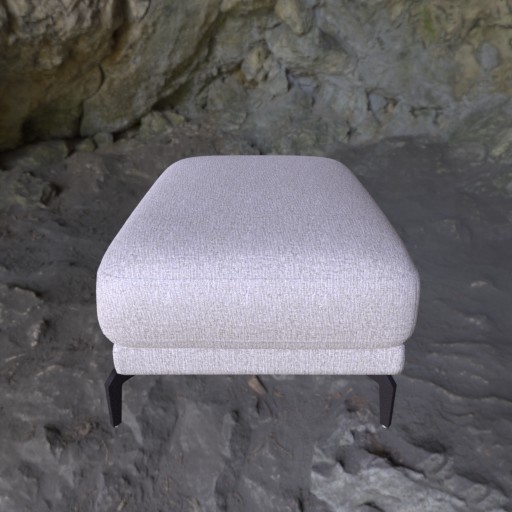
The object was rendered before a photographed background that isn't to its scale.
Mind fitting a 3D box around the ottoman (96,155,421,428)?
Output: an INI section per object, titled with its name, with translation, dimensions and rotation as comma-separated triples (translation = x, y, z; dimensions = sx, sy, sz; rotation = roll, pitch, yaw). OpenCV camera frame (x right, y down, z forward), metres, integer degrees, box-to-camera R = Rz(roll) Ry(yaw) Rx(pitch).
[ottoman]
translation = 0.000, 0.000, 1.091
dimensions = 0.568, 0.420, 0.772
rotation = 0, 25, 0
